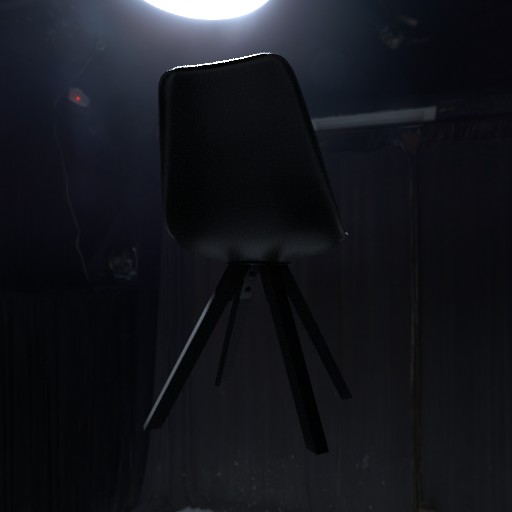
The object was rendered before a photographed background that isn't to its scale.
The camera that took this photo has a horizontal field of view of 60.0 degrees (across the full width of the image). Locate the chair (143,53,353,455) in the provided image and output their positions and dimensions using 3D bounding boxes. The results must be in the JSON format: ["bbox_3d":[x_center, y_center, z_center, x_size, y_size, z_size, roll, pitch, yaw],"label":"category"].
[{"bbox_3d":[0.000,0.000,1.196,0.485,0.850,0.530,-1,-2,19],"label":"chair"}]
